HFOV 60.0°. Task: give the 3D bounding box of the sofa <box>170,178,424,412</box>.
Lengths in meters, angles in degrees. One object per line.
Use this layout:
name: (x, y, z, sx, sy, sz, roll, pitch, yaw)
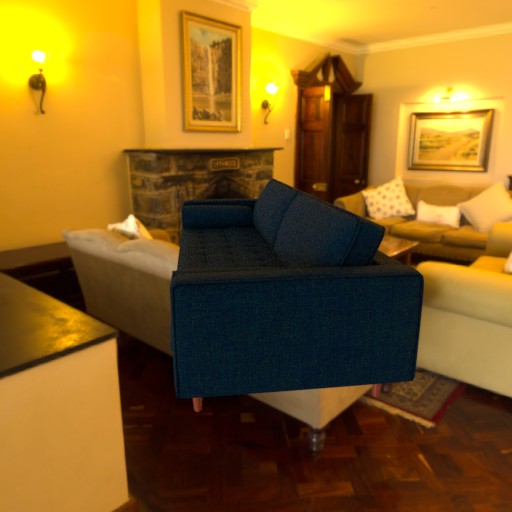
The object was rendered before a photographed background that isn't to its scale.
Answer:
sofa: (0.000, 0.000, 2.599, 0.914, 0.762, 2.210, -2, 14, -8)
